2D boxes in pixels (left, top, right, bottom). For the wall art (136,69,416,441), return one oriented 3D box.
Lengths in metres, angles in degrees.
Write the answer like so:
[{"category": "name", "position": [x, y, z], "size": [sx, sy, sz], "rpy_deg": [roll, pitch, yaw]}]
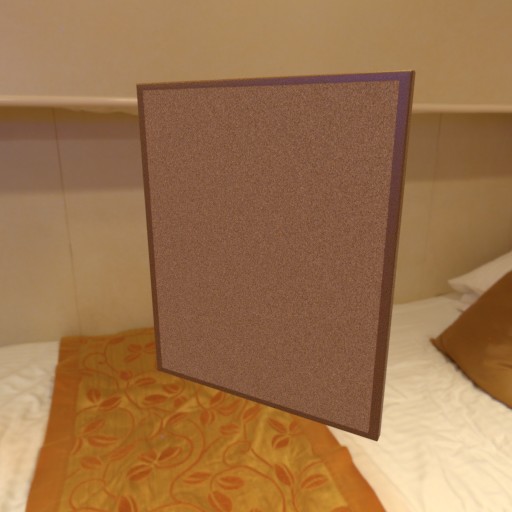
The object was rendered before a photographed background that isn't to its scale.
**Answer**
[{"category": "wall art", "position": [0.000, 0.000, 0.507], "size": [0.310, 0.379, 0.015], "rpy_deg": [9, 19, 27]}]
